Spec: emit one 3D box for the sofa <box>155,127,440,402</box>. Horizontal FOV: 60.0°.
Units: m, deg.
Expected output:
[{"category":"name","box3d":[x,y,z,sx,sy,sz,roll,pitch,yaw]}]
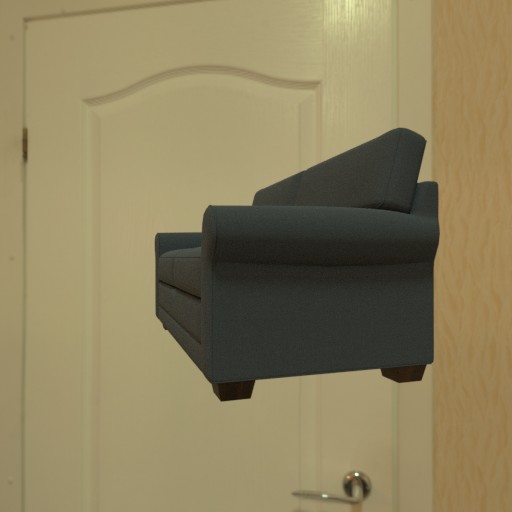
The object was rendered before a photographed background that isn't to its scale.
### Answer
[{"category":"sofa","box3d":[0.000,0.000,2.485,0.940,1.020,1.930,0,0,-18]}]
